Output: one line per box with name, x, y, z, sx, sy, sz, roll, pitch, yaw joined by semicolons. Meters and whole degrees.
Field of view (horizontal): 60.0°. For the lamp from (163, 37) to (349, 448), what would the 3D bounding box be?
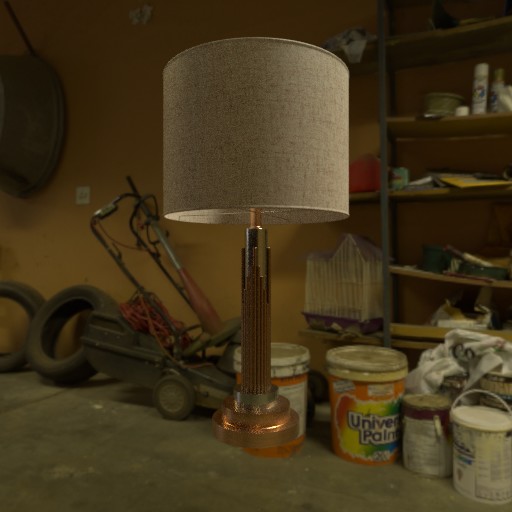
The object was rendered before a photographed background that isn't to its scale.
lamp;0.000;0.000;0.779;0.321;0.610;0.321;0;0;-20
